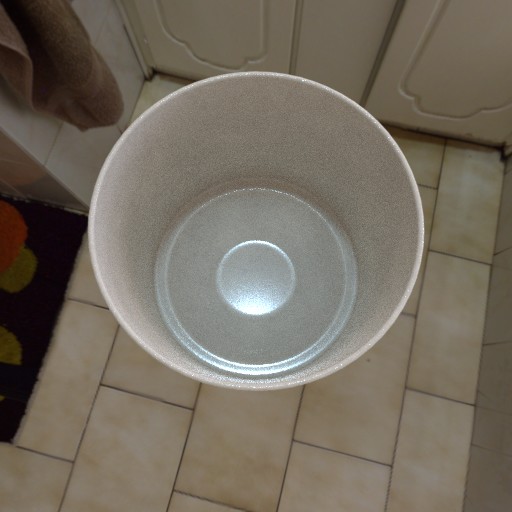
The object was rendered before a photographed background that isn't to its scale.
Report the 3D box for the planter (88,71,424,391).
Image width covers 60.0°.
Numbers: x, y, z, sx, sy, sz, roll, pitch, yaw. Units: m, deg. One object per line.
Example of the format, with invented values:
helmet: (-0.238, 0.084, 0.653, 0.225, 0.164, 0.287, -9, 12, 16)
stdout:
planter: (0.000, 0.000, 0.338, 0.190, 0.181, 0.190, 0, 75, 0)
